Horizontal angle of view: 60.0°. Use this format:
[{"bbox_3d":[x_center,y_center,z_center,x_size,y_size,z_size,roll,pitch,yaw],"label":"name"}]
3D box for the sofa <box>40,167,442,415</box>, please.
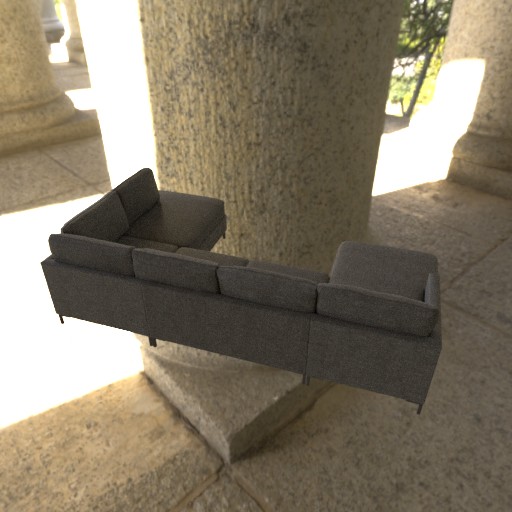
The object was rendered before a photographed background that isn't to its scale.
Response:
[{"bbox_3d":[0.000,0.000,4.399,3.423,0.999,2.048,10,34,15],"label":"sofa"}]
